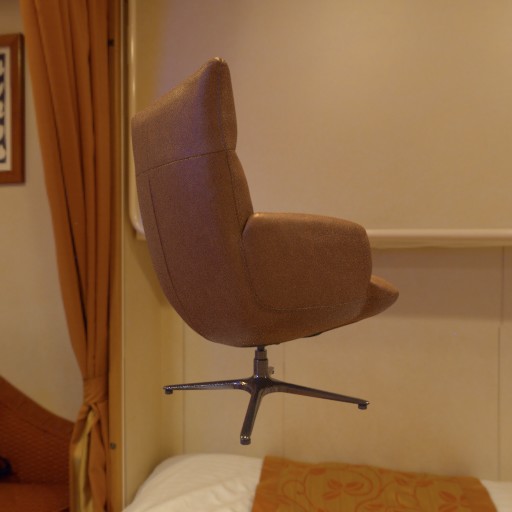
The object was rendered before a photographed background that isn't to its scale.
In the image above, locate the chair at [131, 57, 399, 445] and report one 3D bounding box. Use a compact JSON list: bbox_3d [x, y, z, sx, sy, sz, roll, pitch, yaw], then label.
[{"bbox_3d":[0.000,0.000,1.557,0.794,1.027,0.711,0,1,-35],"label":"chair"}]
